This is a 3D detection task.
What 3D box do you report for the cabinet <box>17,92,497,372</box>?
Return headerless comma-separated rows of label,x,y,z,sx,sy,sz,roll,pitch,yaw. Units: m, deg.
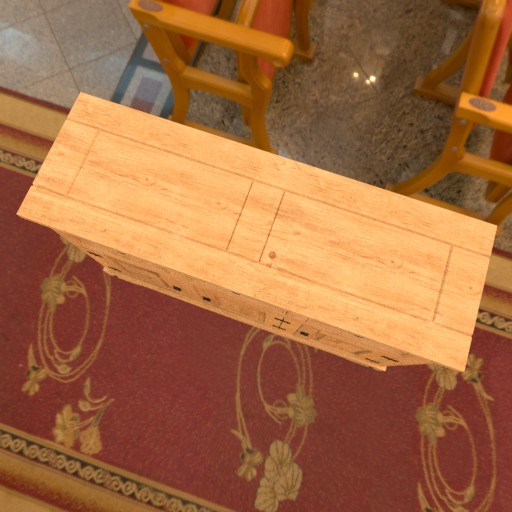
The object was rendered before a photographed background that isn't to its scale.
cabinet,0.000,0.000,1.672,1.321,0.810,0.432,19,76,5
